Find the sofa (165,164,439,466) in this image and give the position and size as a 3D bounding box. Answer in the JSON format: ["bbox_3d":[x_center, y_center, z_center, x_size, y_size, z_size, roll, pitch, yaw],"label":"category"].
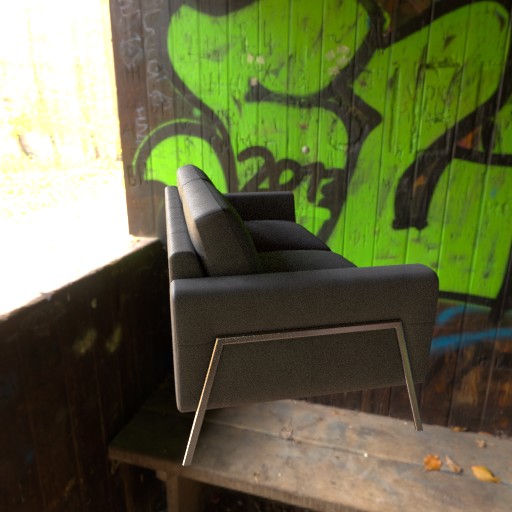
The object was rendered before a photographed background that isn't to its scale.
[{"bbox_3d":[0.000,0.000,2.455,0.953,0.875,2.017,-3,17,-11],"label":"sofa"}]
